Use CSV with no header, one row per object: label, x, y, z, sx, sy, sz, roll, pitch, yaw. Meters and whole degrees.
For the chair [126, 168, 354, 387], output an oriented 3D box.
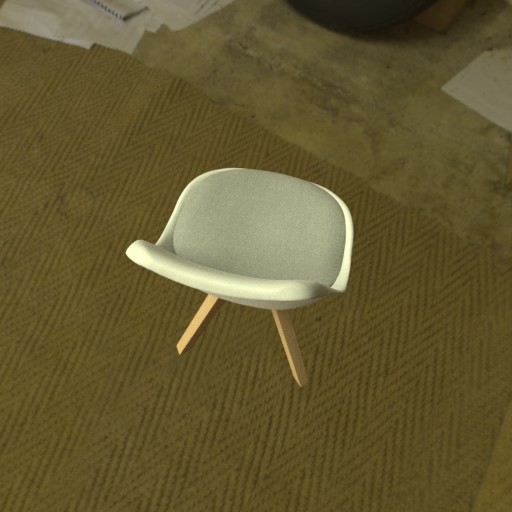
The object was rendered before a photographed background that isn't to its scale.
chair,0.000,0.000,1.177,0.485,0.850,0.550,13,64,7
